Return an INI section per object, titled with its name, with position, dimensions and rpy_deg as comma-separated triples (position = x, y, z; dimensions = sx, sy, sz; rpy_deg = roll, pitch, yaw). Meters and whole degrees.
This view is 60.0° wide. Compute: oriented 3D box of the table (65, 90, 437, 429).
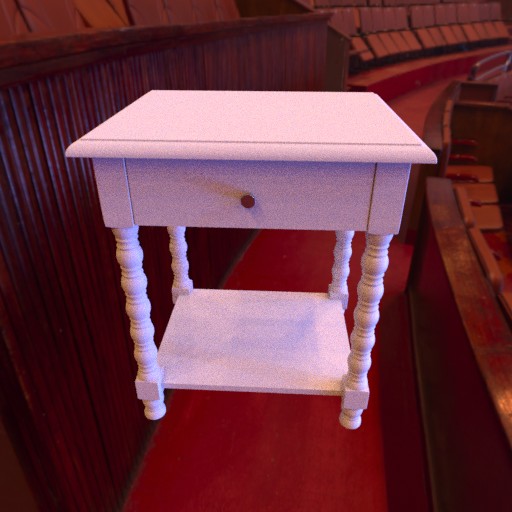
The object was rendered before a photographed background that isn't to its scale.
[table]
position = 0.000, 0.000, 0.835
dimensions = 0.460, 0.531, 0.381
rpy_deg = 2, 30, 3
